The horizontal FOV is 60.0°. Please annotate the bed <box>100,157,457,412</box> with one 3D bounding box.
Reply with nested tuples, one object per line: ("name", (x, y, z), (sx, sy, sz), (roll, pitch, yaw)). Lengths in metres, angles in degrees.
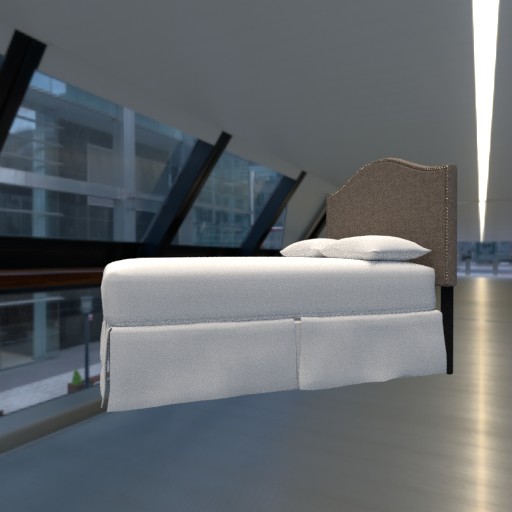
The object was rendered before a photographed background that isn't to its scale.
("bed", (0.000, 0.000, 3.228), (2.153, 1.518, 1.713), (0, 1, -19))
